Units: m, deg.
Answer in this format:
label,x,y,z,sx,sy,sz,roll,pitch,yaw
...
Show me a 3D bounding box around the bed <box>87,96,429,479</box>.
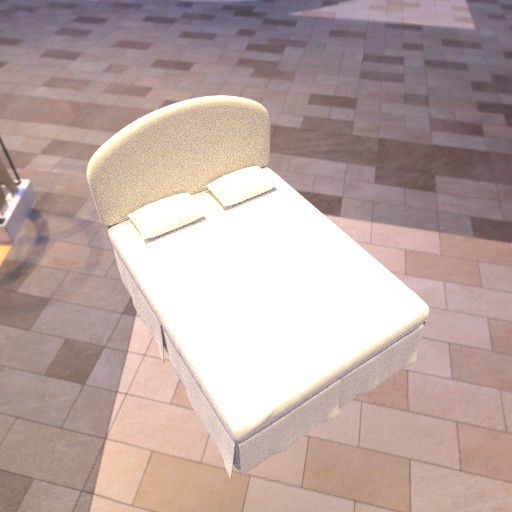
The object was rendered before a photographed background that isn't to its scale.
label,x,y,z,sx,sy,sz,roll,pitch,yaw
bed,0.000,0.000,3.054,1.607,1.410,2.005,-25,51,-22
